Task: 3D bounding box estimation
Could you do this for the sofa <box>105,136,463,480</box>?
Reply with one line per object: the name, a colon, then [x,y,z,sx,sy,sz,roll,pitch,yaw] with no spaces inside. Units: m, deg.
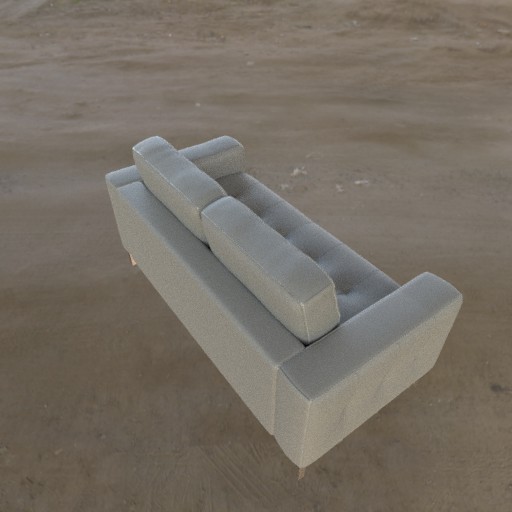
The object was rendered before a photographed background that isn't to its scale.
sofa: [0.000,0.000,2.192,0.833,0.892,1.726,-26,48,-26]
